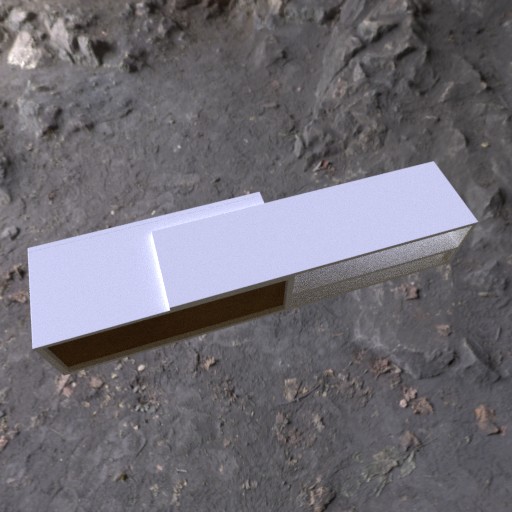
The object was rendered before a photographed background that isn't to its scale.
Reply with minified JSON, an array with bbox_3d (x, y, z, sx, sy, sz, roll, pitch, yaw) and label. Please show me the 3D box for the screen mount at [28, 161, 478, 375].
[{"bbox_3d":[0.000,0.000,1.826,1.680,0.320,0.420,-15,59,-9],"label":"screen mount"}]
